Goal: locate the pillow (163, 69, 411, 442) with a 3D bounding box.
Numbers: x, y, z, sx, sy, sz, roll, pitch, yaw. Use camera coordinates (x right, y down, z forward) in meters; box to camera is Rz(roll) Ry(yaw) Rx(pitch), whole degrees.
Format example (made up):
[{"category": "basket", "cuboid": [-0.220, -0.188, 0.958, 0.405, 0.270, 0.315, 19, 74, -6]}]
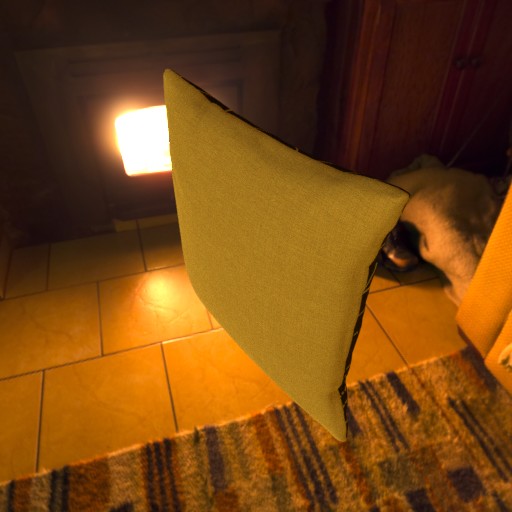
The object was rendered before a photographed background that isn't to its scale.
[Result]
[{"category": "pillow", "cuboid": [0.000, 0.000, 0.771, 0.158, 0.508, 0.517, -26, 47, -27]}]
